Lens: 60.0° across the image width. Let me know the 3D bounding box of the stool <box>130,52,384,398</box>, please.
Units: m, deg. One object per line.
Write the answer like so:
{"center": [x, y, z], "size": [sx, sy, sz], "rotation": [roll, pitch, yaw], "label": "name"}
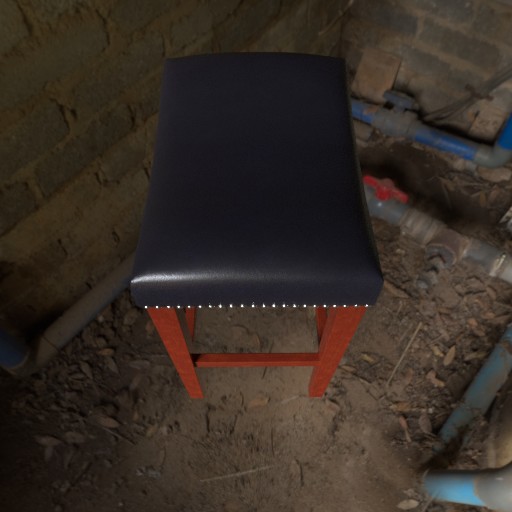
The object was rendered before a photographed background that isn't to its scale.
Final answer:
{"center": [0.000, 0.000, 1.033], "size": [0.372, 0.742, 0.504], "rotation": [0, 59, 0], "label": "stool"}
